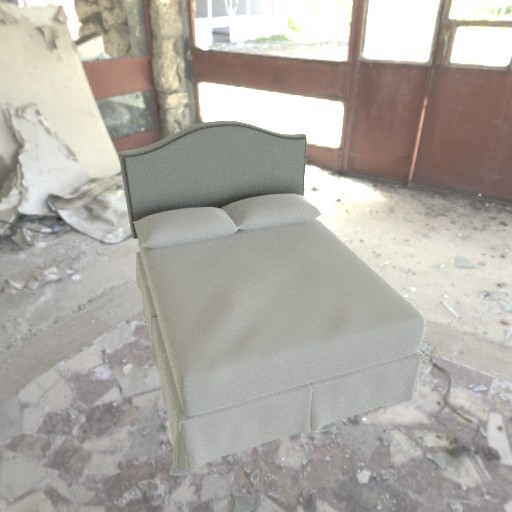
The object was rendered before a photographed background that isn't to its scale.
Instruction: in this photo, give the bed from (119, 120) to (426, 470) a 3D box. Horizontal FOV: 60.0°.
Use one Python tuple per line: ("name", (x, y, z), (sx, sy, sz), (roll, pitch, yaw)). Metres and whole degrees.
("bed", (0.000, 0.000, 3.453), (1.813, 1.607, 2.180), (-10, 32, -17))
